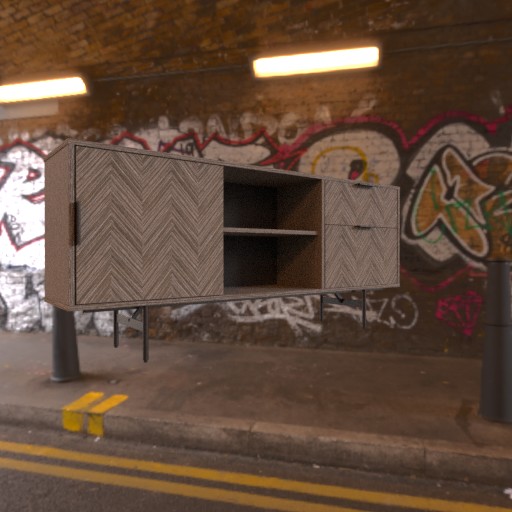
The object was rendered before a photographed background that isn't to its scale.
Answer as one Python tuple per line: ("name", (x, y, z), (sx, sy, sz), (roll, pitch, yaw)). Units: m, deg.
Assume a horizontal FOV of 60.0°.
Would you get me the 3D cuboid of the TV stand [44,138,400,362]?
("TV stand", (0.000, 0.000, 2.140), (1.804, 0.787, 0.405), (0, 0, -37))
